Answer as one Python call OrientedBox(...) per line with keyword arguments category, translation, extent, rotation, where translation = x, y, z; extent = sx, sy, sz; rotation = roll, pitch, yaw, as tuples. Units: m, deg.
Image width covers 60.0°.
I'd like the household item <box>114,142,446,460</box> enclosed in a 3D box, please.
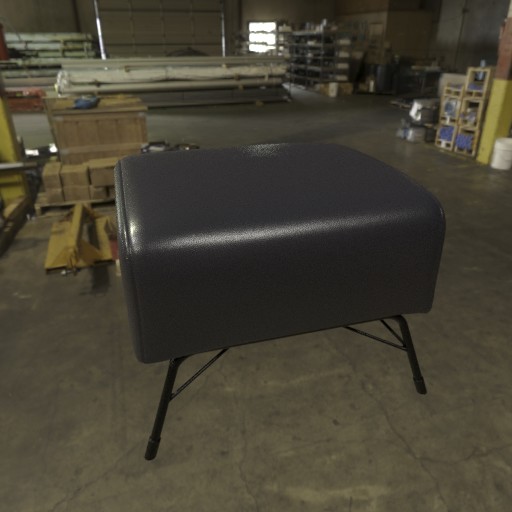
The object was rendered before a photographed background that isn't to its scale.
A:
OrientedBox(category="household item", translation=(0.000, 0.000, 0.914), extent=(0.530, 0.410, 0.530), rotation=(-8, 27, -15))
